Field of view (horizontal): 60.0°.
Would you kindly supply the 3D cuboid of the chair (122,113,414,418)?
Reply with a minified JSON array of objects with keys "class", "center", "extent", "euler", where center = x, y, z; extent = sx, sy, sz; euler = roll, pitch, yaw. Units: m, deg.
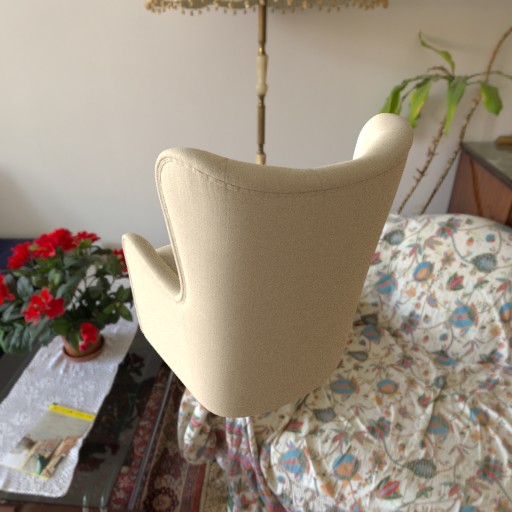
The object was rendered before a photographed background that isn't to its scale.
[{"class":"chair","center":[0.000,0.000,1.733],"extent":[0.831,1.079,0.929],"euler":[-18,34,-28]}]
